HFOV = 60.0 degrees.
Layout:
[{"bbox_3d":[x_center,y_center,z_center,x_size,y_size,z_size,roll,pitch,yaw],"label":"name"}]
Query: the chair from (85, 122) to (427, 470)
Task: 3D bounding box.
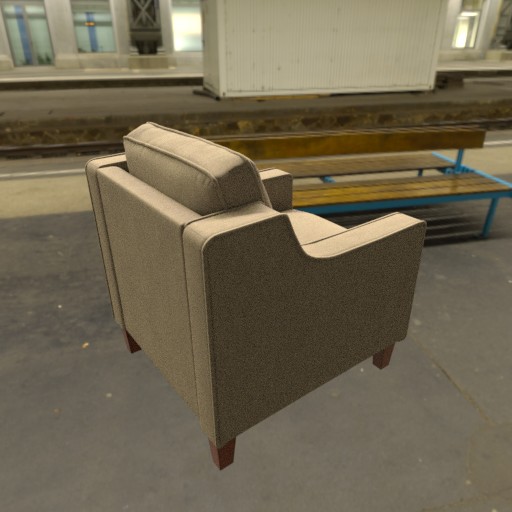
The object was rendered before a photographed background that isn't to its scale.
[{"bbox_3d":[0.000,0.000,1.672,0.909,0.960,0.831,-19,33,-32],"label":"chair"}]
